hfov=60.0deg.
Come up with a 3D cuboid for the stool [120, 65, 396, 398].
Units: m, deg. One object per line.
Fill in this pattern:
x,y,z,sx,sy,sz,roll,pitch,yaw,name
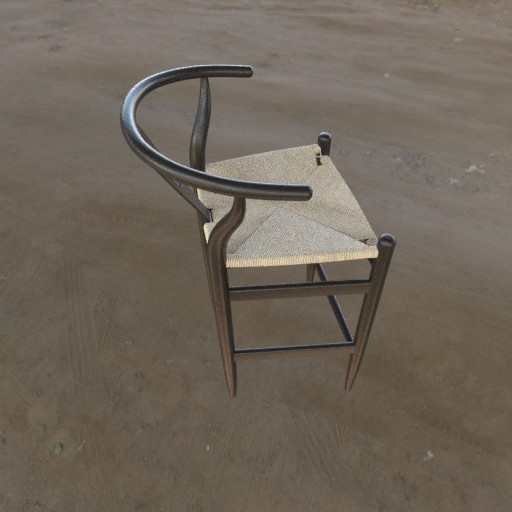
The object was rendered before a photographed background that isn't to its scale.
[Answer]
0.000,0.000,1.301,0.579,0.970,0.569,-9,46,-8,stool
